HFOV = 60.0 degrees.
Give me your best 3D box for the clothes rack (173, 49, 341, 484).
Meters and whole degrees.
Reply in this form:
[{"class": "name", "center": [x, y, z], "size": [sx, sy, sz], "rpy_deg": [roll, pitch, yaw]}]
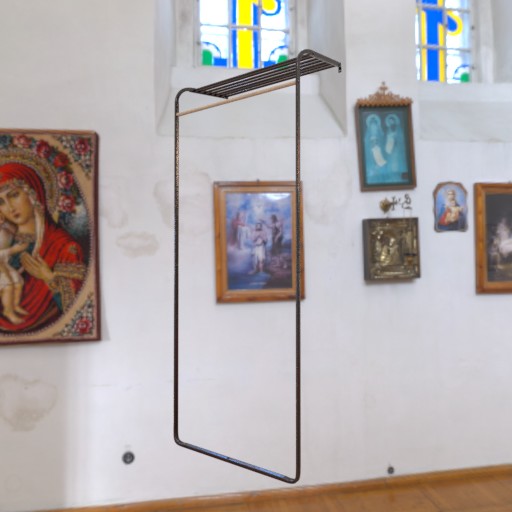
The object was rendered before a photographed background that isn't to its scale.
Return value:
[{"class": "clothes rack", "center": [0.000, 0.000, 1.830], "size": [0.609, 1.574, 0.349], "rpy_deg": [-1, -1, 36]}]
